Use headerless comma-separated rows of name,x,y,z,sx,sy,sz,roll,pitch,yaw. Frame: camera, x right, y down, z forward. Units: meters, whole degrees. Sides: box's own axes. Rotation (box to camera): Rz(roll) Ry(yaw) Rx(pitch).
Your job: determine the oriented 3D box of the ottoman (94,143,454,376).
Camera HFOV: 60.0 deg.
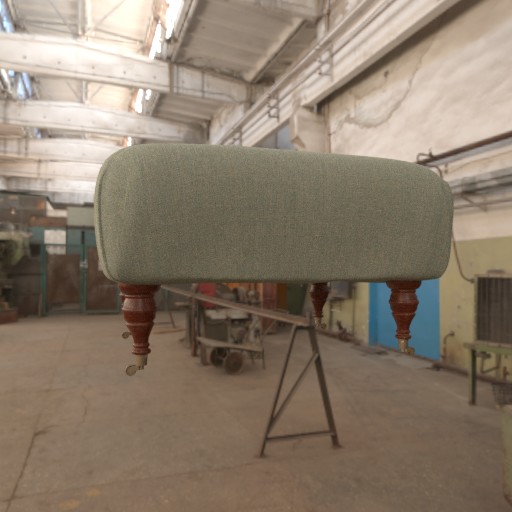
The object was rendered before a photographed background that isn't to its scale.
ottoman,0.000,0.000,1.105,0.747,0.450,0.622,0,-1,-18
